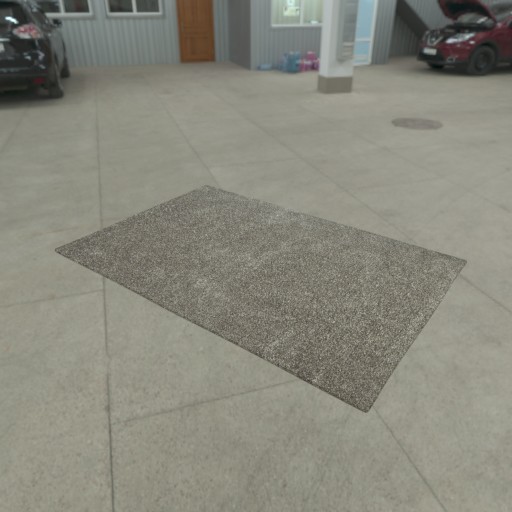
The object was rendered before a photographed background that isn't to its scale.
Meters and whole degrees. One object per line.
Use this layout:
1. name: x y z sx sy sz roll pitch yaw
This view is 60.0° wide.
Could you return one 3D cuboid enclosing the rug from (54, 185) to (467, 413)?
1. rug: 0.000 0.000 3.476 2.699 0.026 1.802 20 36 31
